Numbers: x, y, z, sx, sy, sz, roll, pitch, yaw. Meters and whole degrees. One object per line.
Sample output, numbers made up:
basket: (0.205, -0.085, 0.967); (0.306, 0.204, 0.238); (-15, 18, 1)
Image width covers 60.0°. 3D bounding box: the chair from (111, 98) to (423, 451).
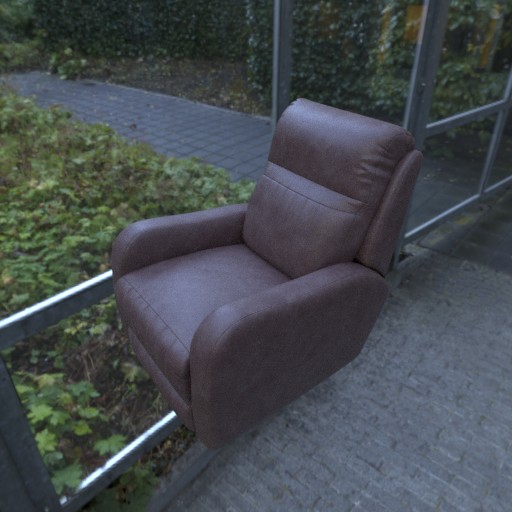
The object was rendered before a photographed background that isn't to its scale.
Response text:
chair: (0.000, 0.000, 1.837); (1.067, 1.067, 0.865); (-21, 37, -30)
